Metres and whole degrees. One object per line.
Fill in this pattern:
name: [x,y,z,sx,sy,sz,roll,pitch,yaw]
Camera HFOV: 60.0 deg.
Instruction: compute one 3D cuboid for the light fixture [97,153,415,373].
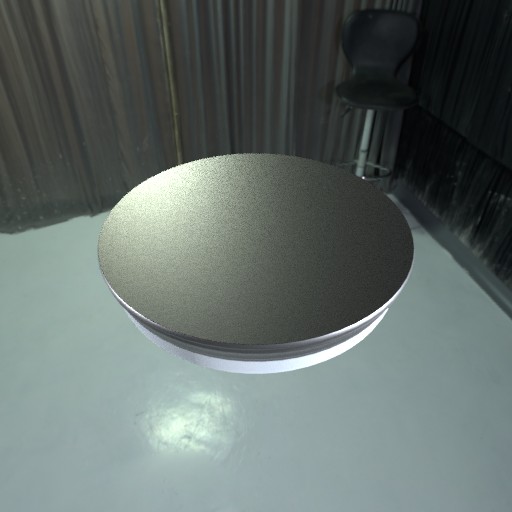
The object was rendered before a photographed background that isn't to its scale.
light fixture: [0.000,0.000,0.563,0.368,0.100,0.368,0,40,0]
